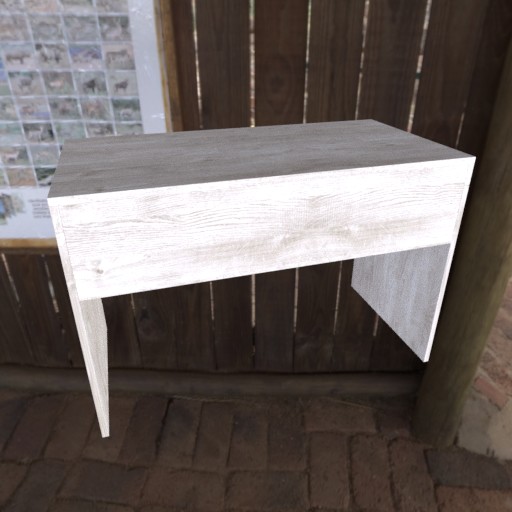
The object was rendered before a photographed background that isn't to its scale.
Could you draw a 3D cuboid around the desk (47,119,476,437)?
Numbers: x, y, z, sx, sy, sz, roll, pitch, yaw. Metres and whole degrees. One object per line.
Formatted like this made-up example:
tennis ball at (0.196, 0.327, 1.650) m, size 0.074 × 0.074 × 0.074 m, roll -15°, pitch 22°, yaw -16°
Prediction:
desk at (0.000, 0.000, 1.488) m, size 1.100 × 0.730 × 0.560 m, roll -8°, pitch 29°, yaw -15°
